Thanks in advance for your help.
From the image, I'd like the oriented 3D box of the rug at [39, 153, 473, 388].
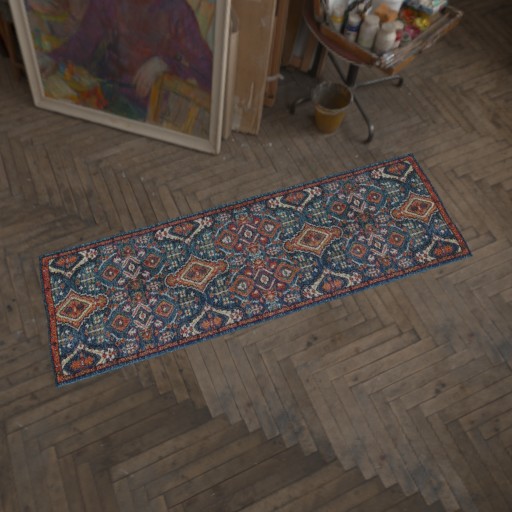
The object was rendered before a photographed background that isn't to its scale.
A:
[{"bbox_3d":[0.000,0.000,2.623,2.459,0.010,0.801,-16,66,-8],"label":"rug"}]
